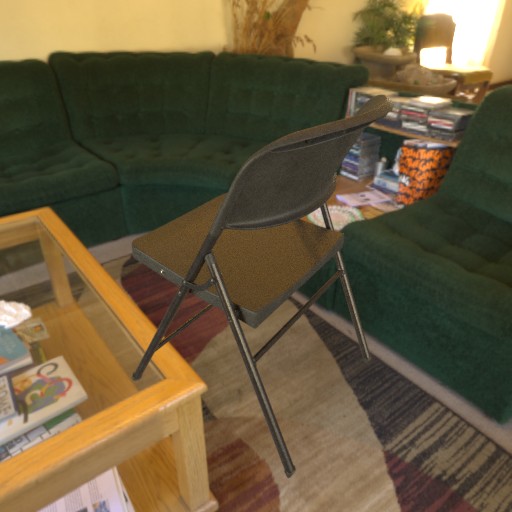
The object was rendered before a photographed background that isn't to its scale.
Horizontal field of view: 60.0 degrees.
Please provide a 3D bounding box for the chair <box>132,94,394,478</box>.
[{"bbox_3d":[0.000,0.000,1.146,0.566,0.810,0.494,20,36,29],"label":"chair"}]
